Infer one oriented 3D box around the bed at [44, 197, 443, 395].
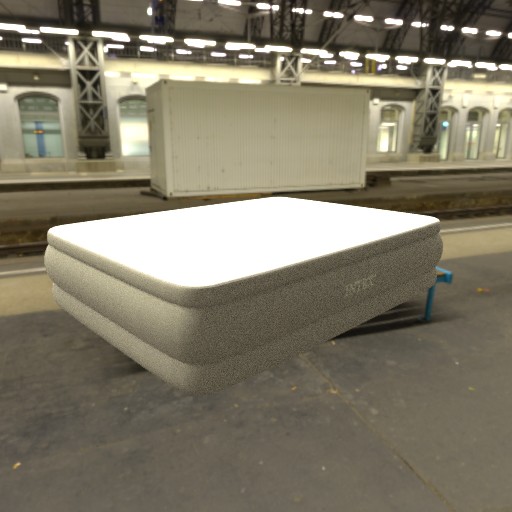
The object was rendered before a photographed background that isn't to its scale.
[{"bbox_3d":[0.000,0.000,2.674,2.036,0.460,1.520,-14,21,-42],"label":"bed"}]
